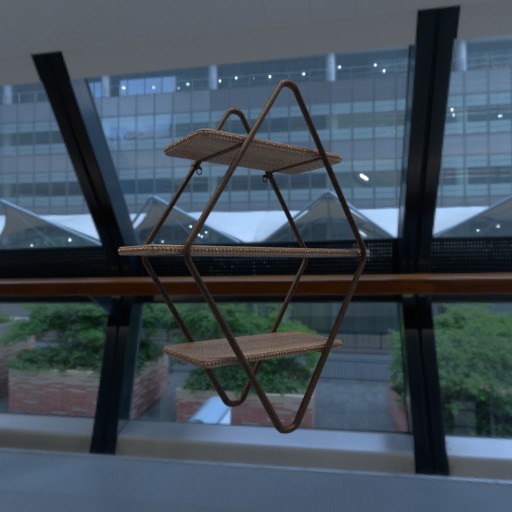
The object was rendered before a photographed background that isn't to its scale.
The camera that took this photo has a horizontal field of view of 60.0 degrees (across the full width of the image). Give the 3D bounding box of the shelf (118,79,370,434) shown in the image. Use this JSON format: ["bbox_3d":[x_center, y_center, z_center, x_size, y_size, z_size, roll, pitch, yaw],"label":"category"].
[{"bbox_3d":[0.000,0.000,1.055,0.609,0.774,0.234,1,-1,-35],"label":"shelf"}]
